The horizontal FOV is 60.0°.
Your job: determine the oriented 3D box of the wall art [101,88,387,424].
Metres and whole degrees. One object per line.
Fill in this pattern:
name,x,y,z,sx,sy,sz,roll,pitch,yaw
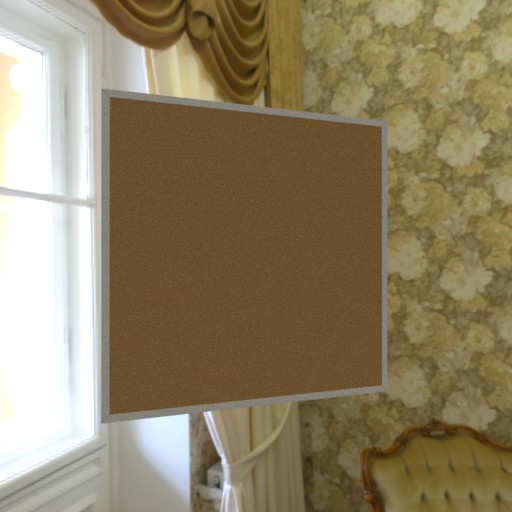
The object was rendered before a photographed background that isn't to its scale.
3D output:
wall art,0.000,0.000,0.462,0.304,0.304,0.024,0,0,-19
